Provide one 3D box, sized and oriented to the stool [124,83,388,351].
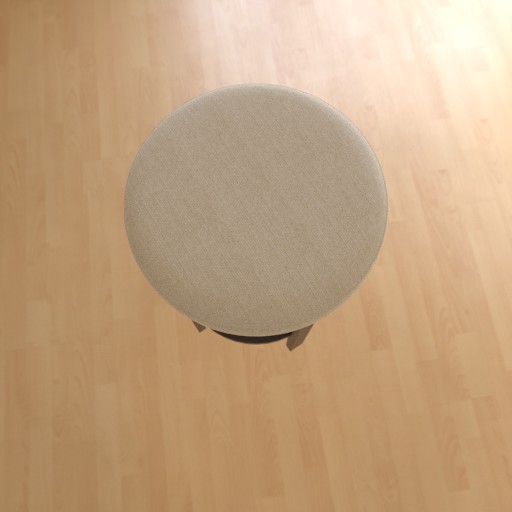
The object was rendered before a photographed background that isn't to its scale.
[{"bbox_3d":[0.000,0.000,1.039,0.446,0.758,0.446,0,75,0],"label":"stool"}]
